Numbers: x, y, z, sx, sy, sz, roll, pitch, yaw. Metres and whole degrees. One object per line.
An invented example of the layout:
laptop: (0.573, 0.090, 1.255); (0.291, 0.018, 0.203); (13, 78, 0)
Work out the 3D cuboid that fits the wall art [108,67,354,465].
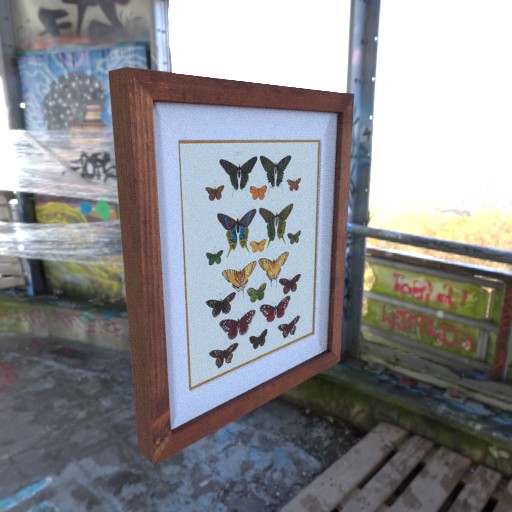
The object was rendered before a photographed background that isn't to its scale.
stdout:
wall art: (0.000, 0.000, 0.620); (0.377, 0.449, 0.039); (-14, 20, -42)
